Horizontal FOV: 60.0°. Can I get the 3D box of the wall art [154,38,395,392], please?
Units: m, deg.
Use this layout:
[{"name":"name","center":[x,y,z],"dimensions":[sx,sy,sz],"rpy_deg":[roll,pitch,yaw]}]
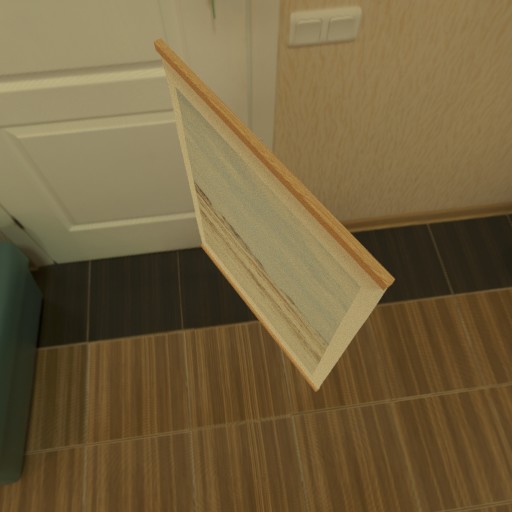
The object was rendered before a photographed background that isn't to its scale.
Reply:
[{"name":"wall art","center":[0.000,0.000,0.803],"dimensions":[0.011,0.605,0.458],"rpy_deg":[-34,68,-16]}]
